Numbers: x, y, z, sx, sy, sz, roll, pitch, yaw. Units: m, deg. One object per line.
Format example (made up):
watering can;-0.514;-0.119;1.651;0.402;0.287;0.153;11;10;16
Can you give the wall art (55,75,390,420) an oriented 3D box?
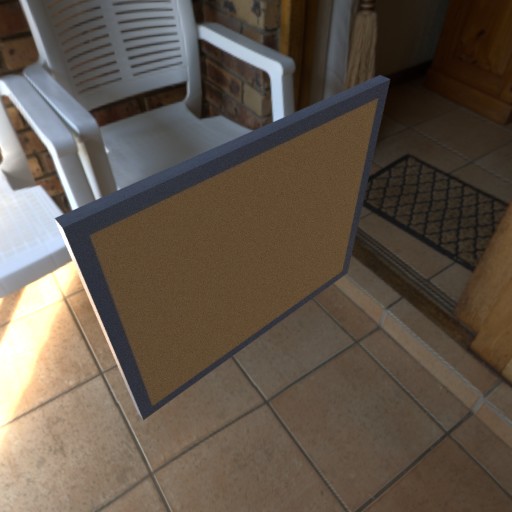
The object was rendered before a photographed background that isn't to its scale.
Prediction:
wall art;0.000;0.000;0.912;0.660;0.558;0.026;-31;53;-27
